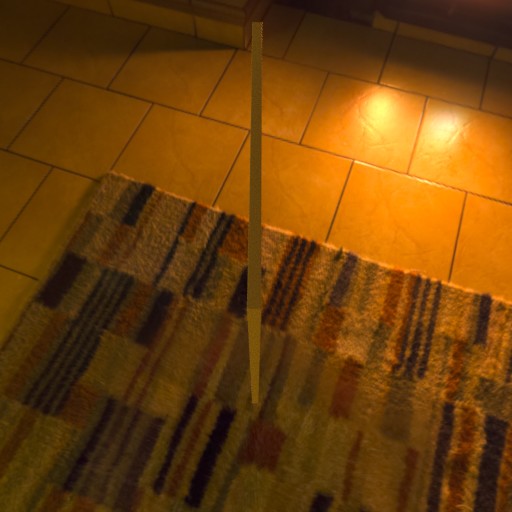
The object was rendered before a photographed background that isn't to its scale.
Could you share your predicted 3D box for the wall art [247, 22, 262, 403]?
[{"bbox_3d":[0.000,0.000,0.616,0.010,0.474,0.325,0,64,0],"label":"wall art"}]
